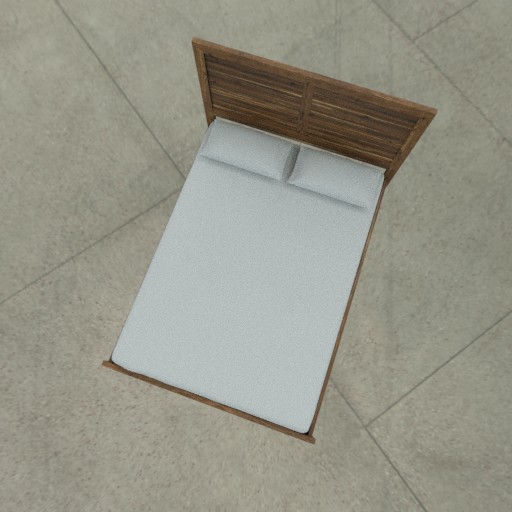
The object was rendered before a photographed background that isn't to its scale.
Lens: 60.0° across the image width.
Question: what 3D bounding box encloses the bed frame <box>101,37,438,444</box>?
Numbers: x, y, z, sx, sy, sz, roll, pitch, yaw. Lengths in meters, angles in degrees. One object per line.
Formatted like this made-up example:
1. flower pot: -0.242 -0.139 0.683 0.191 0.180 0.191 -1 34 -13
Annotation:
1. bed frame: 0.000 0.000 3.340 1.696 1.417 2.276 19 76 5
